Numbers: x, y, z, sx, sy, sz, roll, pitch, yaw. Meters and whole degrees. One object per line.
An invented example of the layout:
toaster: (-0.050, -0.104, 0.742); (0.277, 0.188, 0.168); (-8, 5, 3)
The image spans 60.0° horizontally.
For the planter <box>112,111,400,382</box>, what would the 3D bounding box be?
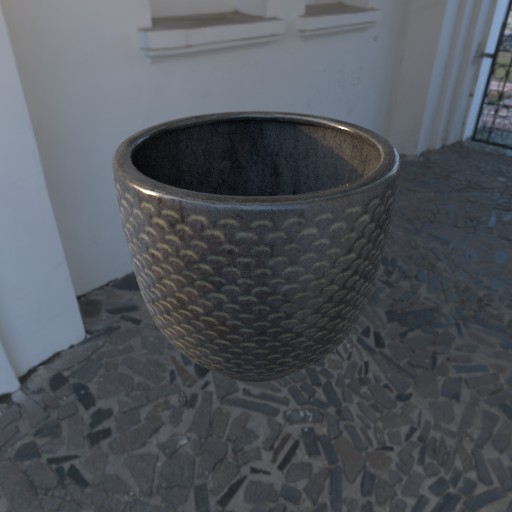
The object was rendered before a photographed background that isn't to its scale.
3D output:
planter: (0.000, 0.000, 0.312); (0.172, 0.160, 0.172); (0, 32, 0)
